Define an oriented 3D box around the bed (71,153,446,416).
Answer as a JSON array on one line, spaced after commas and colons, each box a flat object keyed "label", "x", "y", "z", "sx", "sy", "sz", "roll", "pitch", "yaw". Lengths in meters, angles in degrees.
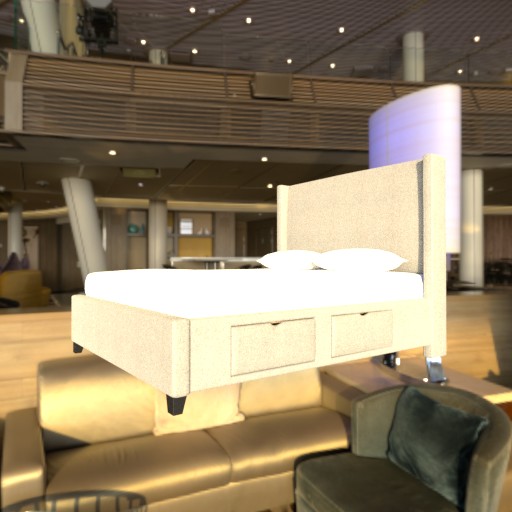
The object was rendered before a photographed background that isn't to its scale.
[{"label": "bed", "x": 0.000, "y": 0.000, "z": 3.348, "sx": 2.222, "sy": 1.491, "sz": 1.774, "roll": 0, "pitch": -1, "yaw": -36}]
